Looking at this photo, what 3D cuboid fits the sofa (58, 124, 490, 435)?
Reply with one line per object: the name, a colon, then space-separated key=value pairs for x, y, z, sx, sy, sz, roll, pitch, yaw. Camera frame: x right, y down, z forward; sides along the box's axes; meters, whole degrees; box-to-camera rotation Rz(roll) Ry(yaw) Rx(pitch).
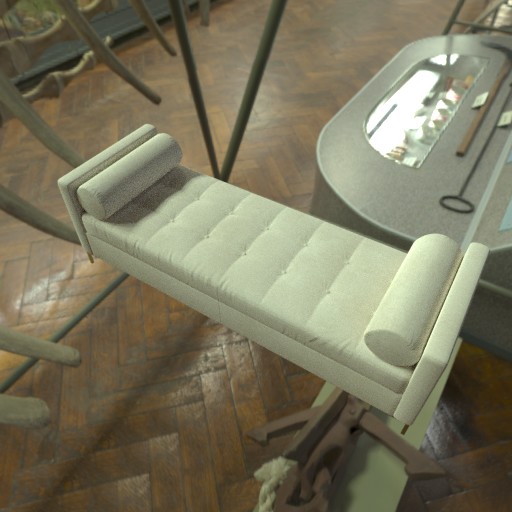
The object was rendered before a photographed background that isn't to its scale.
sofa: x=0.000 y=0.000 z=2.295 sx=1.981 sy=0.635 sz=0.686 roll=24 pitch=51 yaw=22
